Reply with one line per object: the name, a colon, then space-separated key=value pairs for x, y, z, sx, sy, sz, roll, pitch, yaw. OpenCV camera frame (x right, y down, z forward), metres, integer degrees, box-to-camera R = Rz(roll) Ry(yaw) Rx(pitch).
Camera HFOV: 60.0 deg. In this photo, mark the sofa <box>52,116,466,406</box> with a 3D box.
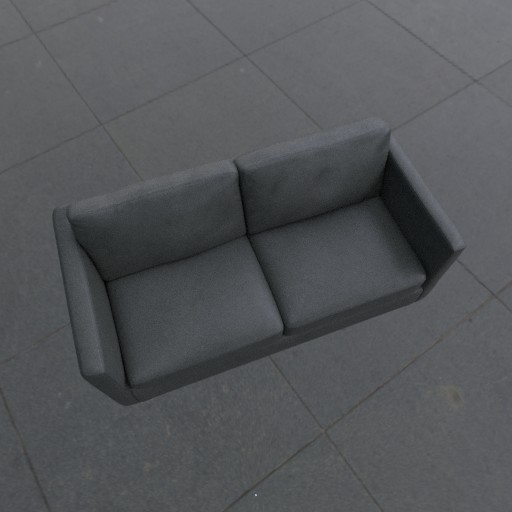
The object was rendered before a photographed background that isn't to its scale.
sofa: x=0.000 y=0.000 z=2.437 sx=1.883 sy=0.933 sz=0.951 roll=-18 pitch=63 yaw=-9
